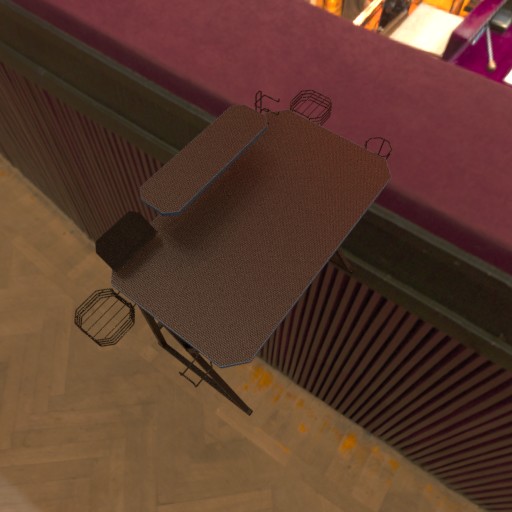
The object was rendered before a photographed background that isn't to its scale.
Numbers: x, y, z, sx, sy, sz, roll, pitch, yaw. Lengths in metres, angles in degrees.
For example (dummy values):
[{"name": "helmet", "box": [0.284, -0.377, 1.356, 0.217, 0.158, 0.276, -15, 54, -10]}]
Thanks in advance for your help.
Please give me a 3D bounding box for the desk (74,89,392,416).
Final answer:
[{"name": "desk", "box": [0.000, 0.000, 1.777, 0.594, 0.909, 1.295, 33, 65, 18]}]
